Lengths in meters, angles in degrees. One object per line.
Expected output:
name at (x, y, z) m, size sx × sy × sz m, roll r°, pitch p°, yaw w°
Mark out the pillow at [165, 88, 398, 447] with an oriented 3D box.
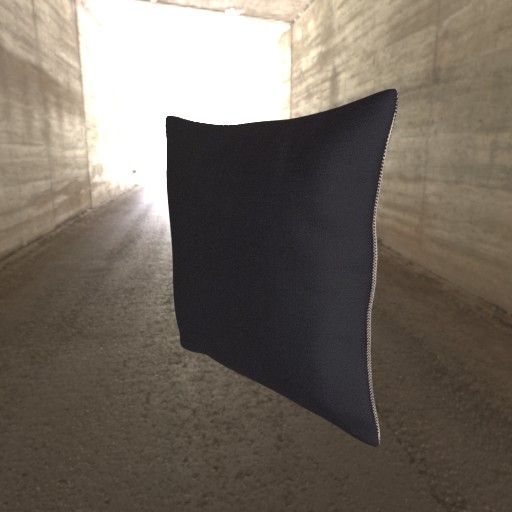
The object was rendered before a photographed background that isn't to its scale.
pillow at (0.000, 0.000, 0.785) m, size 0.166 × 0.508 × 0.520 m, roll -12°, pitch 17°, yaw -42°
